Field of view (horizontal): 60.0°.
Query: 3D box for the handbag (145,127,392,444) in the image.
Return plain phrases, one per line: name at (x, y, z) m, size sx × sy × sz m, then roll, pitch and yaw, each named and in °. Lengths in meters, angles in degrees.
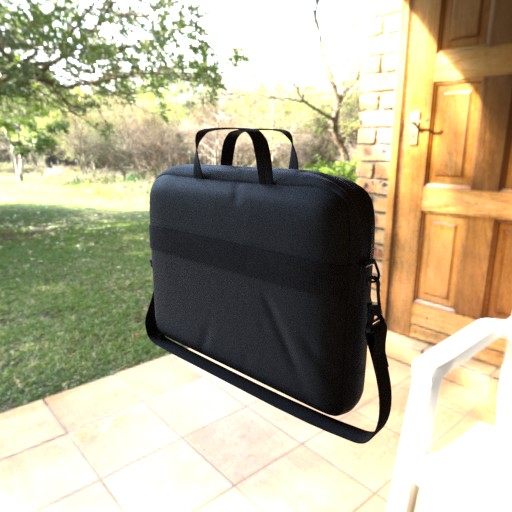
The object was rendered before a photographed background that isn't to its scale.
handbag at (0.000, 0.000, 0.440) m, size 0.320 × 0.244 × 0.089 m, roll 13°, pitch 19°, yaw 41°
